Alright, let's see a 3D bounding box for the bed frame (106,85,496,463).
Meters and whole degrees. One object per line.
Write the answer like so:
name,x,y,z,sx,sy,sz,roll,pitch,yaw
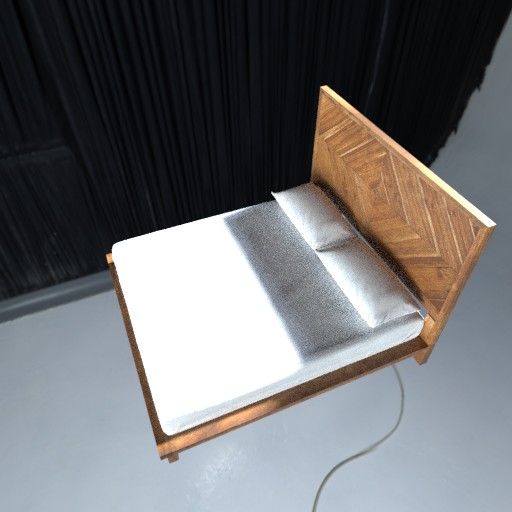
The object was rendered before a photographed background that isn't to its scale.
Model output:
bed frame,0.000,0.000,3.523,2.235,1.537,2.038,-17,48,-16
